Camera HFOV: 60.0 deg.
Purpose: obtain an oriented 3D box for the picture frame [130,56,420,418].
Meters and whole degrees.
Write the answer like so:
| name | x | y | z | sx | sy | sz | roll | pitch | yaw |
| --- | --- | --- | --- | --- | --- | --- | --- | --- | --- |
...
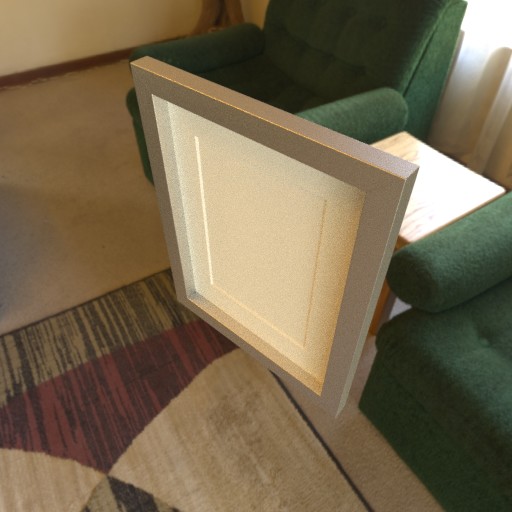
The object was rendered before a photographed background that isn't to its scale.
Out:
| name | x | y | z | sx | sy | sz | roll | pitch | yaw |
| --- | --- | --- | --- | --- | --- | --- | --- | --- | --- |
| picture frame | 0.000 | 0.000 | 0.528 | 0.307 | 0.386 | 0.036 | 31 | 53 | 27 |
